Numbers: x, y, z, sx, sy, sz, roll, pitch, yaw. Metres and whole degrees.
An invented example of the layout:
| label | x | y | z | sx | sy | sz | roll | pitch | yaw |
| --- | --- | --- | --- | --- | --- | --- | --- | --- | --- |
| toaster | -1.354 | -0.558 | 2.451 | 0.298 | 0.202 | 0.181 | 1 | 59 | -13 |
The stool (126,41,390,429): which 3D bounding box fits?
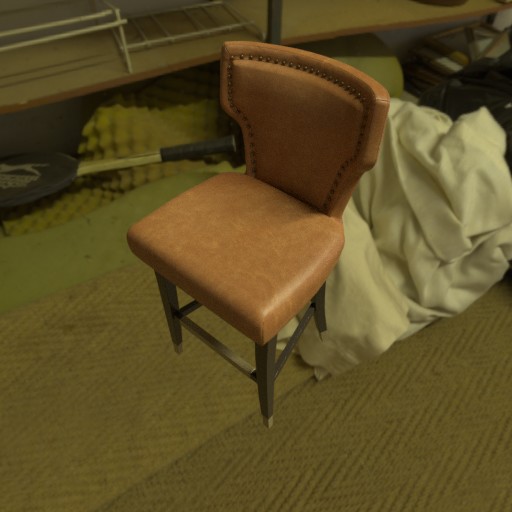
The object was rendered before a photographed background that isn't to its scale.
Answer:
| label | x | y | z | sx | sy | sz | roll | pitch | yaw |
| --- | --- | --- | --- | --- | --- | --- | --- | --- | --- |
| stool | 0.000 | 0.000 | 1.393 | 0.526 | 1.092 | 0.563 | 31 | 54 | 27 |
